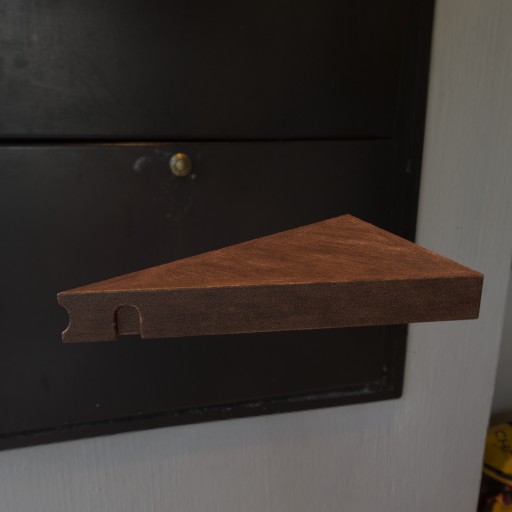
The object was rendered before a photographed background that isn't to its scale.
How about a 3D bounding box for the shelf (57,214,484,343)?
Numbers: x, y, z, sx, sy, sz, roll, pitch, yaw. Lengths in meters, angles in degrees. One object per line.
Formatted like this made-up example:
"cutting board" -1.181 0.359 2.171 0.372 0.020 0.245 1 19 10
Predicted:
"shelf" 0.000 0.000 0.447 0.296 0.035 0.296 -2 14 -8
